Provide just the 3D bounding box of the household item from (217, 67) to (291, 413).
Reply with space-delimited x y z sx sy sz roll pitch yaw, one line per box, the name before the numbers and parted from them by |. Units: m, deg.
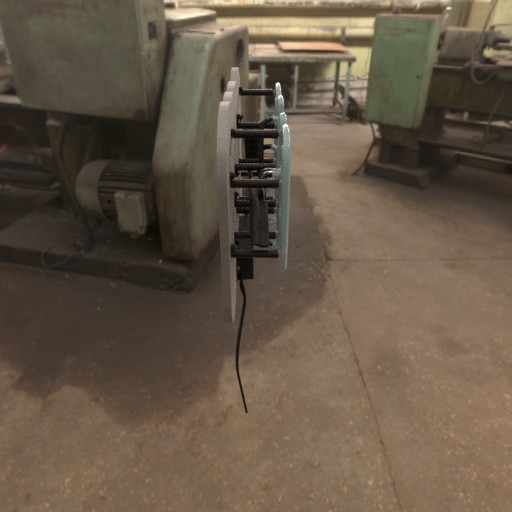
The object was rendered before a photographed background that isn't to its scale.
household item | 0.000 0.000 0.398 0.042 0.294 0.211 0 31 0
